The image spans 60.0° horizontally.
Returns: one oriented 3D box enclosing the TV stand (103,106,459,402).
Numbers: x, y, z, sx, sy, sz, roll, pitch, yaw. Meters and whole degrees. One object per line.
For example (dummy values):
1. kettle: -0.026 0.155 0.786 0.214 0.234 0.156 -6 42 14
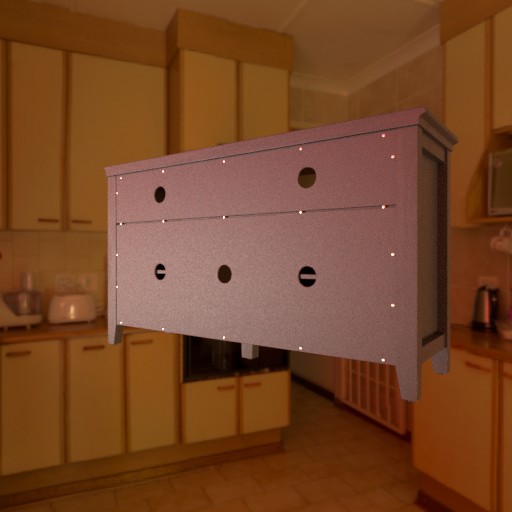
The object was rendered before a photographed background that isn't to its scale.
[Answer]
1. TV stand: 0.000 0.000 1.493 1.198 0.681 0.347 0 0 36
